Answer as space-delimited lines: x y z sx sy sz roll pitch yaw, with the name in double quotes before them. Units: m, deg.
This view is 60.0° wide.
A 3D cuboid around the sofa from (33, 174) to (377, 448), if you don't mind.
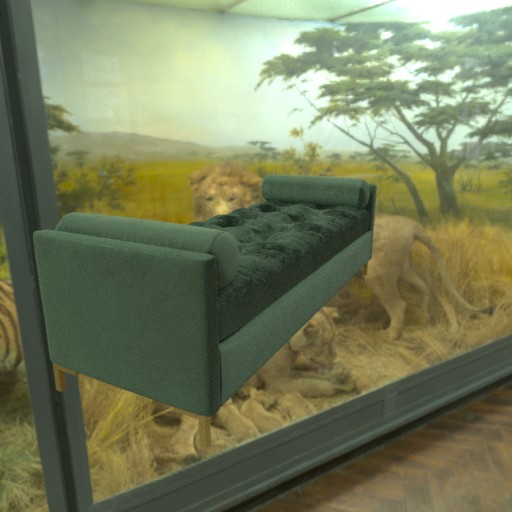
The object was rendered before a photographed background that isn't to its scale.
"sofa" 0.000 0.000 2.407 0.796 0.705 2.102 8 18 27
